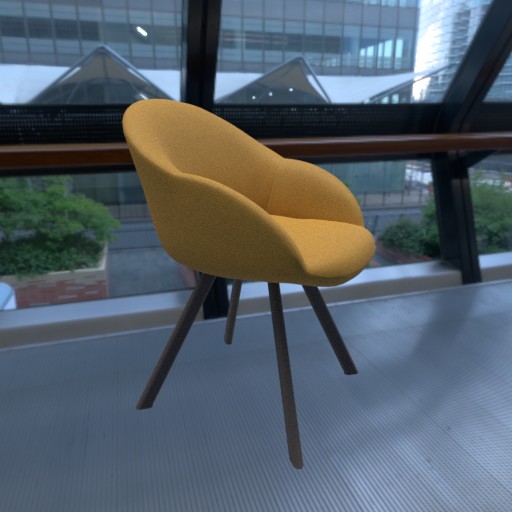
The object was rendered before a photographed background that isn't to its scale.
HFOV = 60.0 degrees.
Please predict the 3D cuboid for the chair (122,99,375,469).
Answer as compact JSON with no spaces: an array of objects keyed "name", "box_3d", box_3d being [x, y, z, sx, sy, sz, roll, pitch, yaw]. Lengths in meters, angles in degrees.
[{"name":"chair","box_3d":[0.000,0.000,1.163,0.583,0.793,0.551,8,18,27]}]
